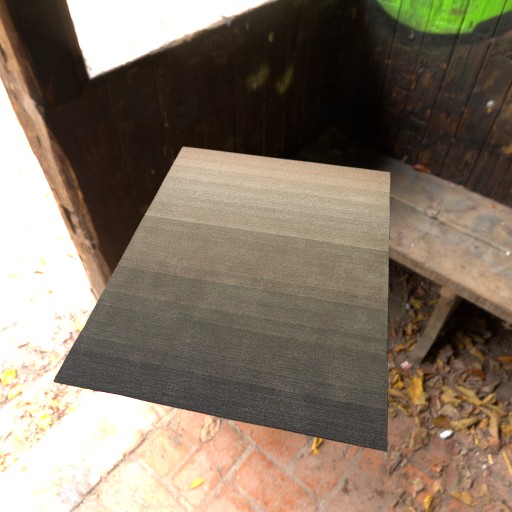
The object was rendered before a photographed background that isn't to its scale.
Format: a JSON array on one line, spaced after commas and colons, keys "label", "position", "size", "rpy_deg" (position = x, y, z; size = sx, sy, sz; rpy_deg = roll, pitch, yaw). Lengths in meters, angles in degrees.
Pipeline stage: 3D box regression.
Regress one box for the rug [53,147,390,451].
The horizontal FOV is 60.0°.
[{"label": "rug", "position": [0.000, 0.000, 3.920], "size": [2.315, 0.015, 2.932], "rpy_deg": [9, 49, 8]}]
